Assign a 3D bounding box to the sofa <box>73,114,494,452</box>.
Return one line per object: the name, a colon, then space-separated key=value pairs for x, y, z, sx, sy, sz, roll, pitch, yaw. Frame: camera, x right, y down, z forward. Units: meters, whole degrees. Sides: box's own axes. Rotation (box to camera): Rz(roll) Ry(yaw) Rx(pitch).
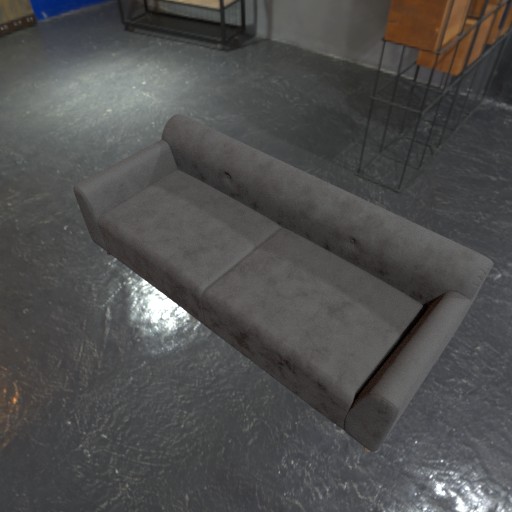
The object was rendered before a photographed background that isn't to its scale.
sofa: x=0.000 y=0.000 z=2.573 sx=2.190 sy=0.740 sz=0.900 roll=31 pitch=53 yaw=27
